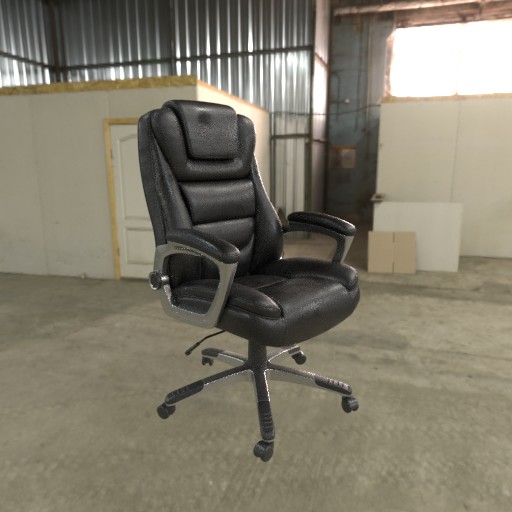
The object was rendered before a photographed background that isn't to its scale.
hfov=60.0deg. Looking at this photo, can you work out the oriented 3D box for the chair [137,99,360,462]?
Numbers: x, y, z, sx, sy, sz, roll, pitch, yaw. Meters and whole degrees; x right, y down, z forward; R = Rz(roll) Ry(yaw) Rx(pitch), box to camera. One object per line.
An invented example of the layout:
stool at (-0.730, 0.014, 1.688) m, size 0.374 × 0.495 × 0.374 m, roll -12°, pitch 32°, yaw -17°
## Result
chair at (0.000, 0.000, 1.558) m, size 0.689 × 1.075 × 0.697 m, roll 13°, pitch 18°, yaw 43°
